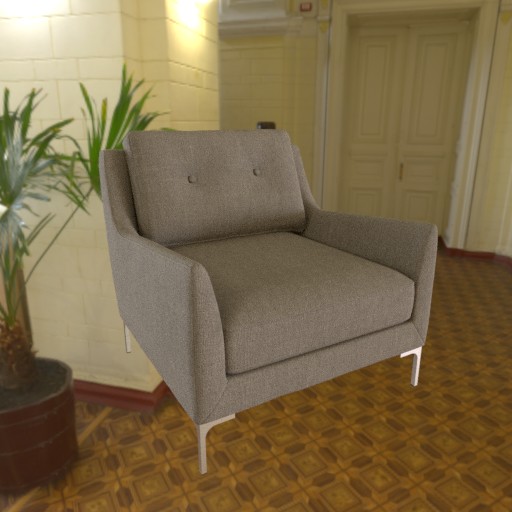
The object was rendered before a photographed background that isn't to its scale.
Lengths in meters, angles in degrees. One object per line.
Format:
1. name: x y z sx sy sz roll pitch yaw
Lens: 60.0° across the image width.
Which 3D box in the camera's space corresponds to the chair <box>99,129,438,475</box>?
1. chair: 0.000 0.000 1.526 0.847 0.828 0.849 -10 19 -29
